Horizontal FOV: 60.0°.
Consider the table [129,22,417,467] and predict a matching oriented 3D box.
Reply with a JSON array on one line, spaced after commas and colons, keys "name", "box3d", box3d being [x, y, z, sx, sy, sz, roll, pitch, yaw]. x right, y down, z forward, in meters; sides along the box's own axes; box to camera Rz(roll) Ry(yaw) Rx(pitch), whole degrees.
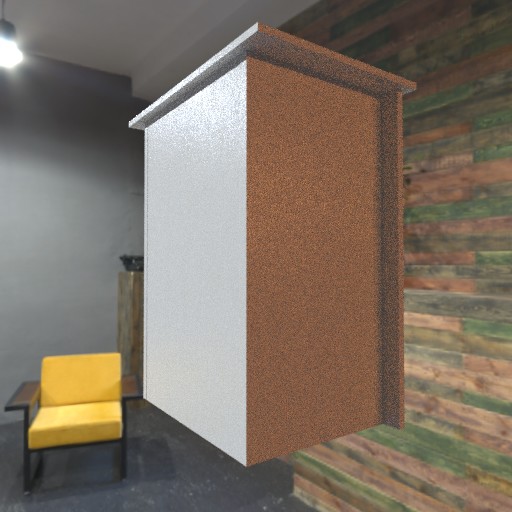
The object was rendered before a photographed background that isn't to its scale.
[{"name": "table", "box3d": [0.000, 0.000, 1.038, 0.406, 0.711, 0.589, 1, -1, -35]}]
